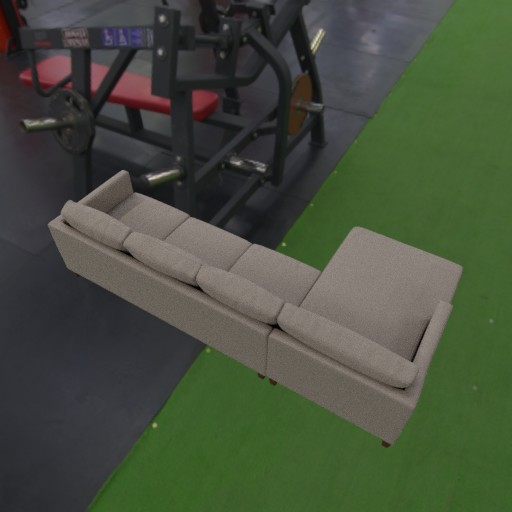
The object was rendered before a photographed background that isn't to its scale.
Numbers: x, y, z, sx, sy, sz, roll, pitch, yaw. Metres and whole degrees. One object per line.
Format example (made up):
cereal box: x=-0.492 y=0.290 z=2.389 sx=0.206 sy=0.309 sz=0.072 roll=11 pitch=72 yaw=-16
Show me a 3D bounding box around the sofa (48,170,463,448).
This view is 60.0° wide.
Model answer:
sofa: x=0.000 y=0.000 z=3.850 sx=3.186 sy=0.846 sz=1.625 roll=24 pitch=51 yaw=21
